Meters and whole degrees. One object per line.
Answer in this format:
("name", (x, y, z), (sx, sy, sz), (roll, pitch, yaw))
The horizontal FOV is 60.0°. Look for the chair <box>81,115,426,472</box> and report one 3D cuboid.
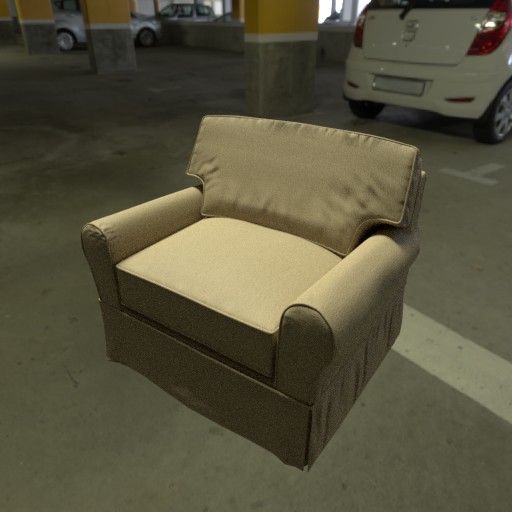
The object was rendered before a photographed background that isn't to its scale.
("chair", (0.000, 0.000, 1.772), (1.096, 0.937, 0.903), (19, 34, 30))
